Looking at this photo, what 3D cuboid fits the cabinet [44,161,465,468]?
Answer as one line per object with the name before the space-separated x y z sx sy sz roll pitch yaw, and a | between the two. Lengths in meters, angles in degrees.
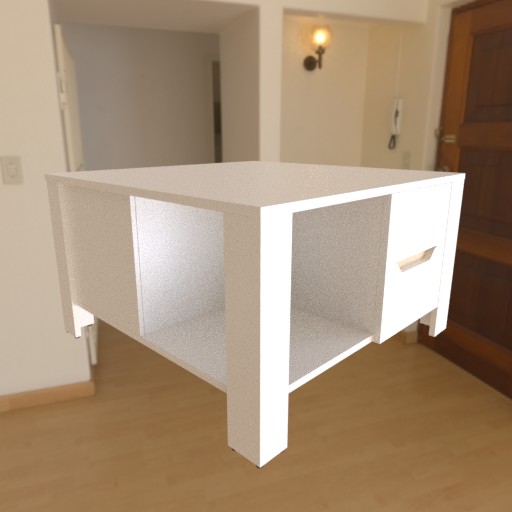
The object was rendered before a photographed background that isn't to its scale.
cabinet | 0.000 0.000 1.251 0.800 0.460 0.800 15 21 42
